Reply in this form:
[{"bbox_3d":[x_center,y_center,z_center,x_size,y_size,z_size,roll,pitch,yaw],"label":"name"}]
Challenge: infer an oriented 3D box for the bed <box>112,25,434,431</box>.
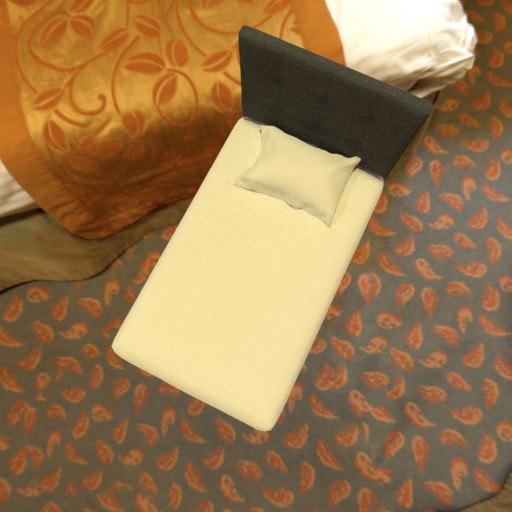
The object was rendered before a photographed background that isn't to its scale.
[{"bbox_3d":[0.000,0.000,2.928,1.261,1.571,1.997,26,77,6],"label":"bed"}]
